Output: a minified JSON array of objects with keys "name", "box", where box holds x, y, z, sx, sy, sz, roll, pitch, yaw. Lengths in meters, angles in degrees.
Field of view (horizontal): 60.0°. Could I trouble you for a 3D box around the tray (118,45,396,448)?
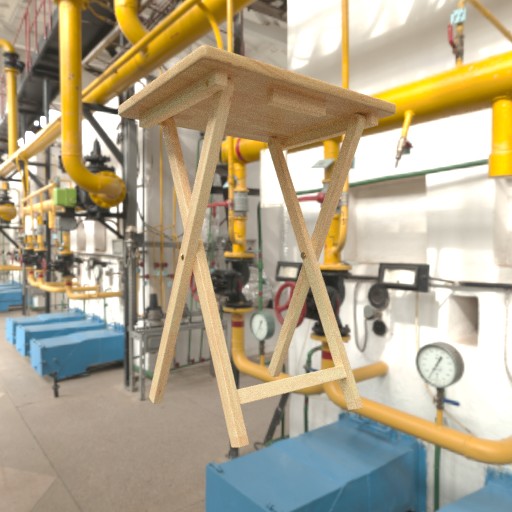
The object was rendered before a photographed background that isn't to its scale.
[{"name":"tray","box":[0.000,0.000,0.977,0.483,0.660,0.381,-1,1,-37]}]
